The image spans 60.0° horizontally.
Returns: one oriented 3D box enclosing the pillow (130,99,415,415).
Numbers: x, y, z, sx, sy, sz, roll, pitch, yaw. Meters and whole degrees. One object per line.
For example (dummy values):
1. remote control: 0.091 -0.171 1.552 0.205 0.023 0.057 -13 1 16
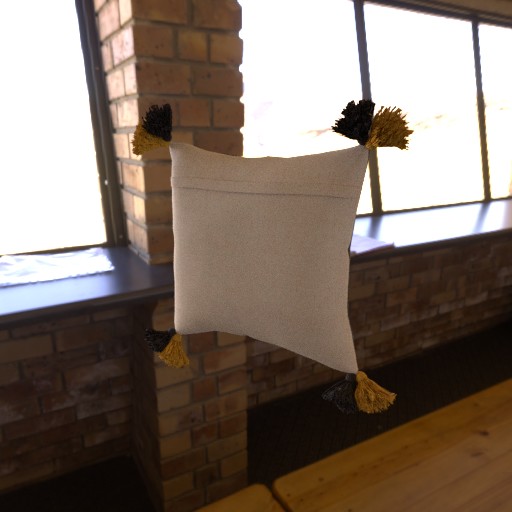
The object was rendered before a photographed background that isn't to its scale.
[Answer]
1. pillow: 0.000 0.000 0.985 0.654 0.659 0.139 8 17 28
